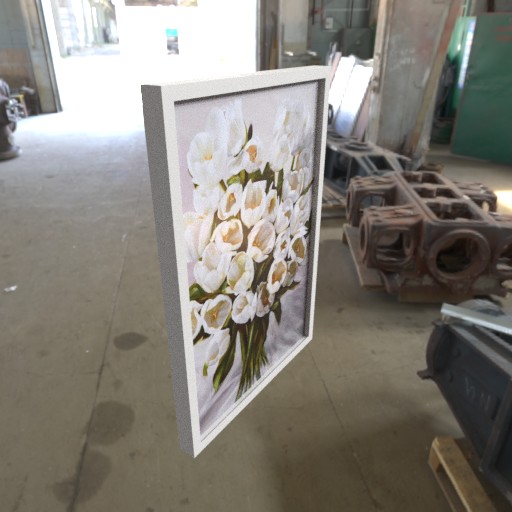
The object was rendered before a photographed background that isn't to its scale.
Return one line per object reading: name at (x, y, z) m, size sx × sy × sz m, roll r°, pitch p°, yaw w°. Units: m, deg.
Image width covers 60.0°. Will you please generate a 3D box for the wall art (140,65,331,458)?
wall art at (0.000, 0.000, 0.860) m, size 0.038 × 0.657 × 0.450 m, roll 18°, pitch 32°, yaw 32°
